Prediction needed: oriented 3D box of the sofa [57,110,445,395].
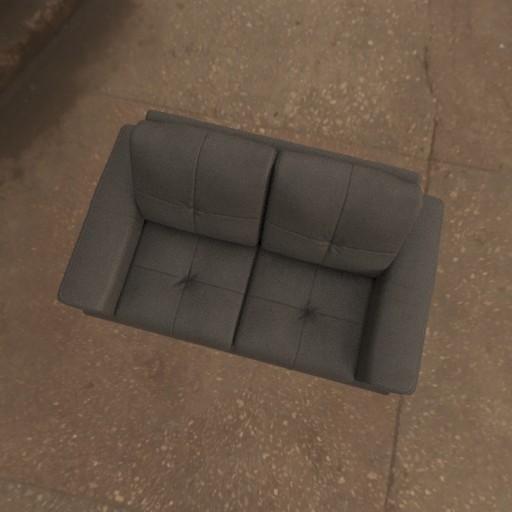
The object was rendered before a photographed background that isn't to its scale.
[{"bbox_3d":[0.000,0.000,2.297,1.806,0.907,1.018,14,77,3],"label":"sofa"}]
